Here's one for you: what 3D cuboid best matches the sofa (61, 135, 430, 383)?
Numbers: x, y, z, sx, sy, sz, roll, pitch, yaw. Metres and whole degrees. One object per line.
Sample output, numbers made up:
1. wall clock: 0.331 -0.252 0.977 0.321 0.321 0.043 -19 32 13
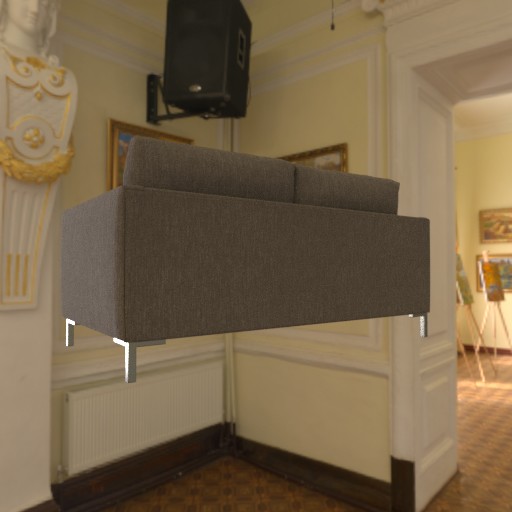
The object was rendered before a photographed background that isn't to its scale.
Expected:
1. sofa: 0.000 0.000 2.209 1.682 0.840 0.875 1 -2 -36
